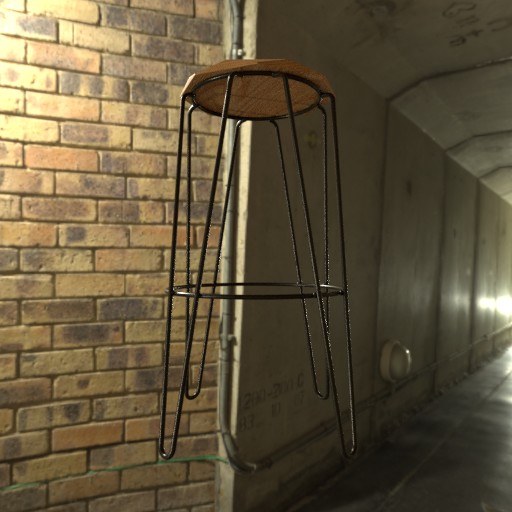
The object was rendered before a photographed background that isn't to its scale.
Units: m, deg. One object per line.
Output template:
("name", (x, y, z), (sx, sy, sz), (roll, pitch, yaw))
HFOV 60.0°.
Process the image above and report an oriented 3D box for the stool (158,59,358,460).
("stool", (0.000, 0.000, 0.804), (0.326, 0.610, 0.326), (0, 0, 0))
